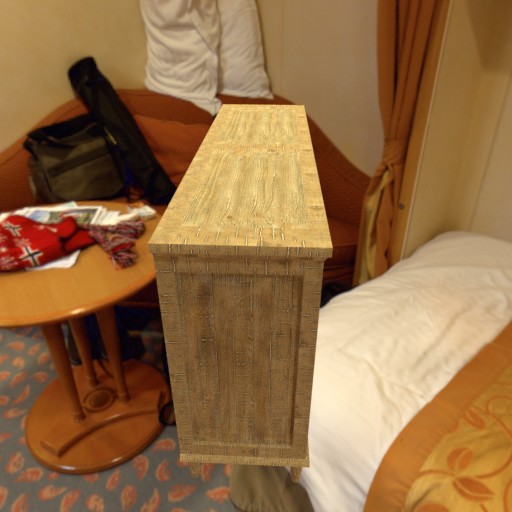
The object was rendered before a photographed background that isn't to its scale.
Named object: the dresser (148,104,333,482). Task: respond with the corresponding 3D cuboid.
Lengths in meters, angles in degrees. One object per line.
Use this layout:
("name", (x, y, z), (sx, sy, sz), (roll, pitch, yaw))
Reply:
("dresser", (0.000, 0.000, 2.050), (0.457, 1.016, 1.626), (1, 31, 2))
